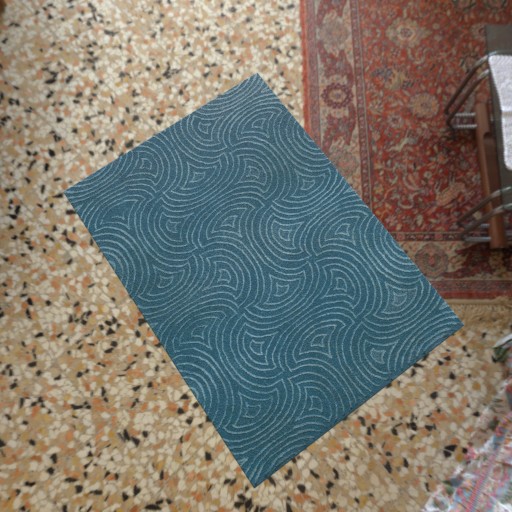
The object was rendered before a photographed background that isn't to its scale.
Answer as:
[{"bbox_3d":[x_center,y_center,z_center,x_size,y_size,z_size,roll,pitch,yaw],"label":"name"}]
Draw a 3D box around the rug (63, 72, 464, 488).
[{"bbox_3d":[0.000,0.000,2.763,1.543,0.015,2.144,-34,78,-8],"label":"rug"}]
